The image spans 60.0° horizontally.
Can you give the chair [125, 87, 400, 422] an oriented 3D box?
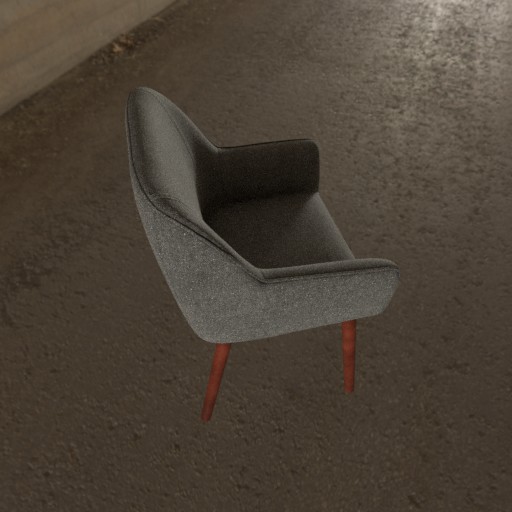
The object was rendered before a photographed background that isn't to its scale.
[{"bbox_3d":[0.000,0.000,1.174,0.519,0.803,0.543,-10,47,-10],"label":"chair"}]
